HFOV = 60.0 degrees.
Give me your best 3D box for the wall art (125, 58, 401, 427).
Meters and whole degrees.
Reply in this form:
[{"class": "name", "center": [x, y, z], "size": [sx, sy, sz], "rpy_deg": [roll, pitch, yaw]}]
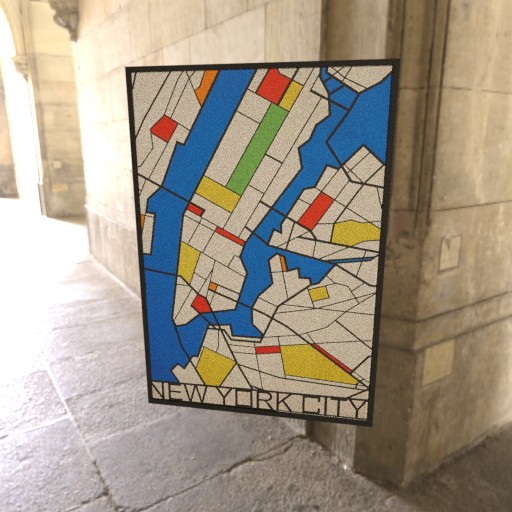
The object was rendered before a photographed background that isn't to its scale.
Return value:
[{"class": "wall art", "center": [0.000, 0.000, 0.814], "size": [0.457, 0.657, 0.013], "rpy_deg": [3, 15, 10]}]
